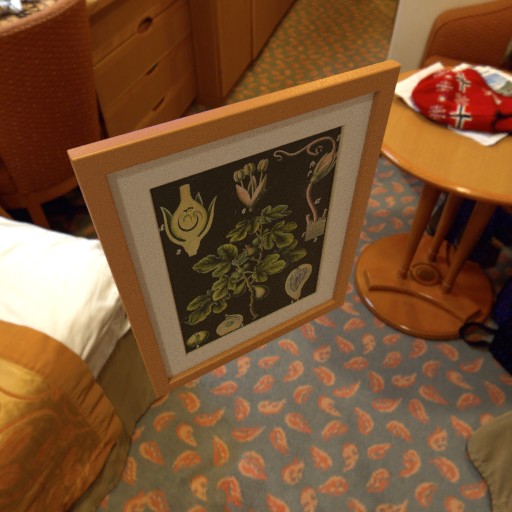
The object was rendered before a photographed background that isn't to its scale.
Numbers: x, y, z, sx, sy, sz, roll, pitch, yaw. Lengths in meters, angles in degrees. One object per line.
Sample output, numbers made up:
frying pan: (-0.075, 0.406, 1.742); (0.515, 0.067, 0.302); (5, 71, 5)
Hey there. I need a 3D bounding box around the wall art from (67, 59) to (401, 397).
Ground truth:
wall art: (0.000, 0.000, 0.509); (0.310, 0.379, 0.015); (-23, 51, -20)
